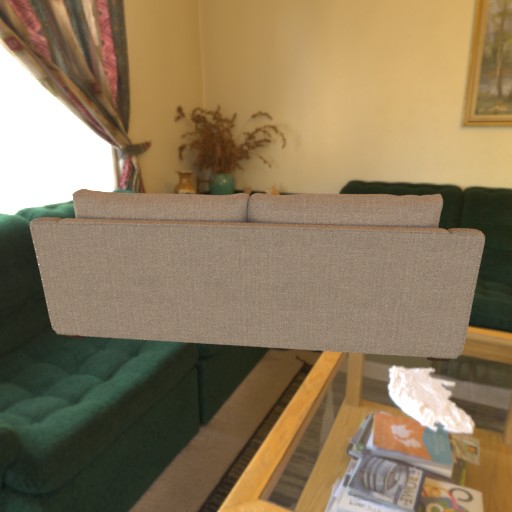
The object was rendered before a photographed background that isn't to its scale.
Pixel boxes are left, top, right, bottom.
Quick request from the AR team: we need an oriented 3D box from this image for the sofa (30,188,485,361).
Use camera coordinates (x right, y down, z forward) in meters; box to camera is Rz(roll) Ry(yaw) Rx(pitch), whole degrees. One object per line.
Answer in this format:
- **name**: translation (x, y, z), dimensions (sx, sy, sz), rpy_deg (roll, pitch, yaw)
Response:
- **sofa**: translation (0.000, 0.000, 2.666), dimensions (2.208, 0.857, 1.000), rpy_deg (2, 16, 7)
